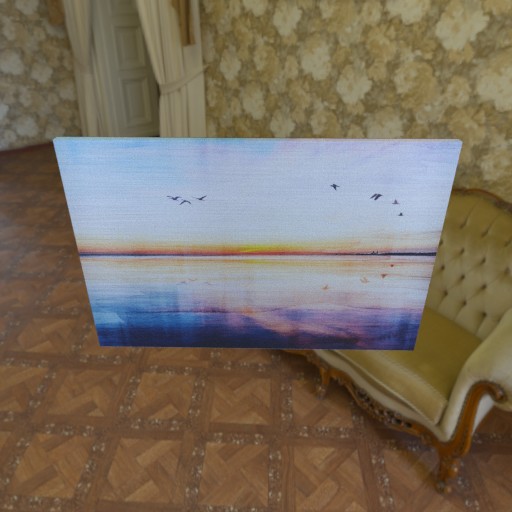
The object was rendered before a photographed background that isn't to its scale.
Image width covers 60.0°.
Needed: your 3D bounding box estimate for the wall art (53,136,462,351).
[{"bbox_3d":[0.000,0.000,1.432,1.137,0.756,0.034,1,30,1],"label":"wall art"}]
